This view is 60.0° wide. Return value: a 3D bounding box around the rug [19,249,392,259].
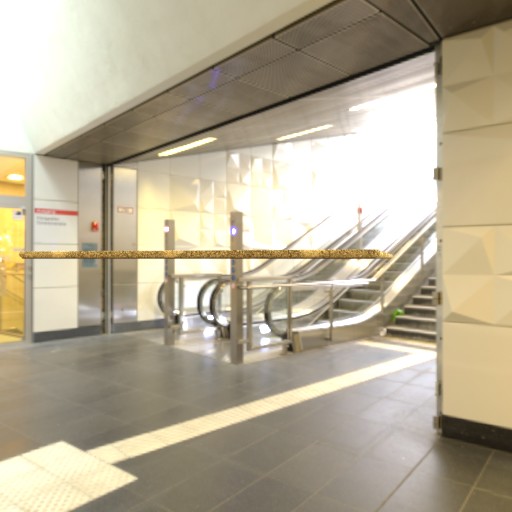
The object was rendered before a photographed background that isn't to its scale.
[{"bbox_3d":[0.000,0.000,2.090,1.200,0.025,1.600,0,0,18],"label":"rug"}]
